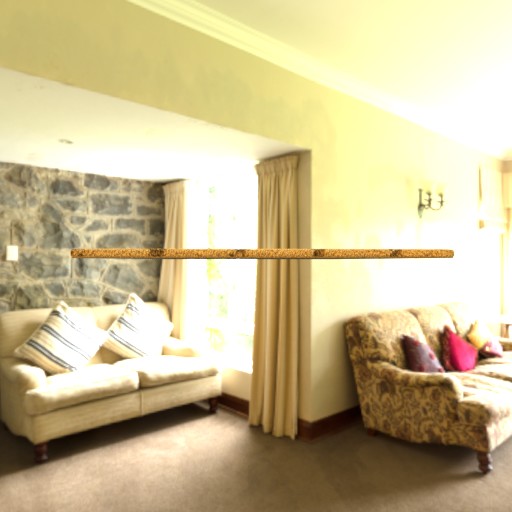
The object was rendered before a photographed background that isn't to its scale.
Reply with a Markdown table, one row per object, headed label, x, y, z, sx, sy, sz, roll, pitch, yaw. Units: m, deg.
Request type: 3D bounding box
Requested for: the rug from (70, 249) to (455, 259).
| label | x | y | z | sx | sy | sz | roll | pitch | yaw |
| --- | --- | --- | --- | --- | --- | --- | --- | --- | --- |
| rug | 0.000 | 0.000 | 2.279 | 1.219 | 0.030 | 1.778 | 0 | -1 | -2 |
